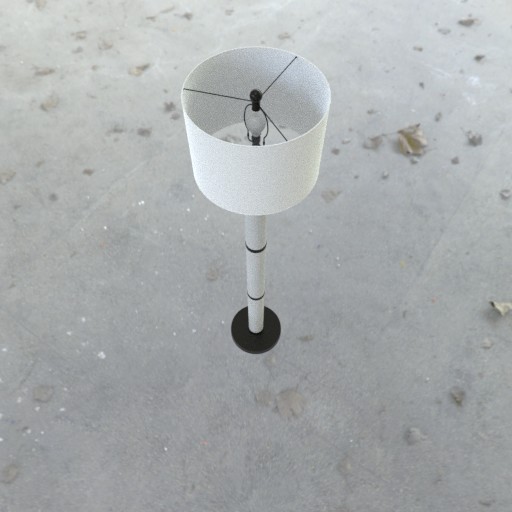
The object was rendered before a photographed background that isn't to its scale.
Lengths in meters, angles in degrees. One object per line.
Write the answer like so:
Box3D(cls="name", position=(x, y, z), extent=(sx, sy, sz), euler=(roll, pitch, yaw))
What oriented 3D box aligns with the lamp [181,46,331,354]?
Box3D(cls="lamp", position=(0.000, 0.000, 1.788), extent=(0.377, 1.599, 0.377), euler=(32, 64, 18))
